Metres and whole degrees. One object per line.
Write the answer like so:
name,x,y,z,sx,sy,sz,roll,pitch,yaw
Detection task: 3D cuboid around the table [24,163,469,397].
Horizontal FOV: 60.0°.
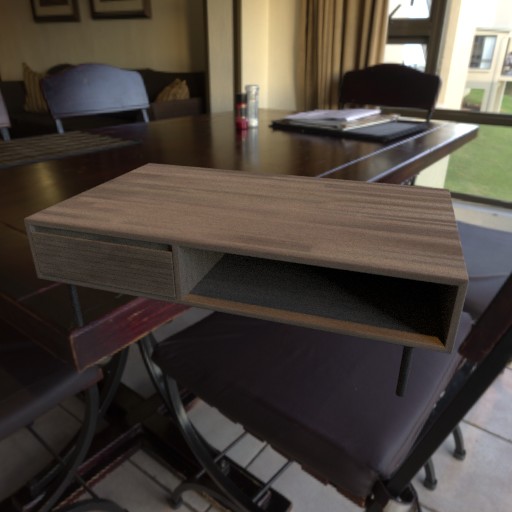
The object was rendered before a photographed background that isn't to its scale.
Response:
table,0.000,0.000,1.367,1.088,0.347,0.643,8,27,16
